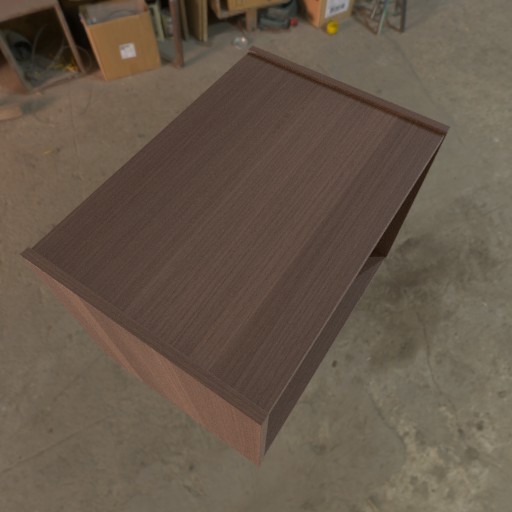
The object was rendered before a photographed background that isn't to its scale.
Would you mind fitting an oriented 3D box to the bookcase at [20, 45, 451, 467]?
[{"bbox_3d":[0.000,0.000,0.620,0.290,0.305,0.415,30,63,17],"label":"bookcase"}]
